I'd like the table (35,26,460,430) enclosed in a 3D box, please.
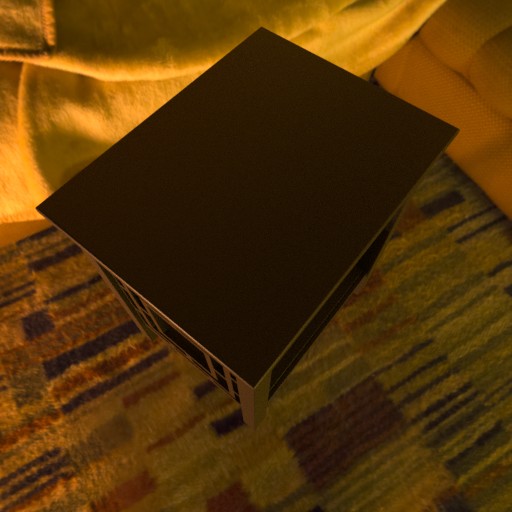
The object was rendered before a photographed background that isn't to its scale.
[{"bbox_3d":[0.000,0.000,1.011,0.451,0.646,0.564,36,68,17],"label":"table"}]
